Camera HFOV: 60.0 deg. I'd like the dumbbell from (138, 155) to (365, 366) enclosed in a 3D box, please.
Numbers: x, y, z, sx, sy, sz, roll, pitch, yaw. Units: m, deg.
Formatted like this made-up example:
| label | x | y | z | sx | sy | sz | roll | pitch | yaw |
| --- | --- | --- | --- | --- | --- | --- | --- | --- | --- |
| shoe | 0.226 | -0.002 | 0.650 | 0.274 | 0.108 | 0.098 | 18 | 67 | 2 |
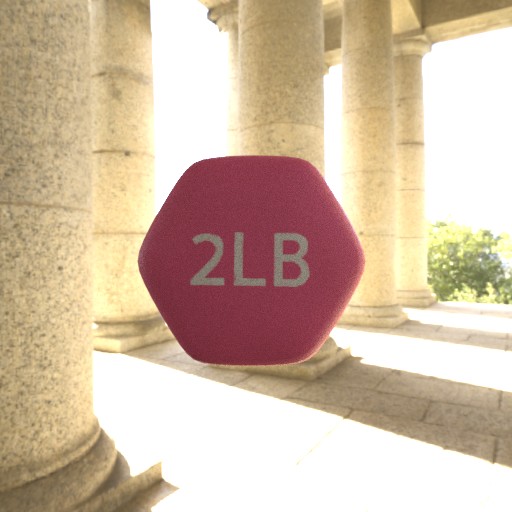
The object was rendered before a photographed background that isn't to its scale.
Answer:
| label | x | y | z | sx | sy | sz | roll | pitch | yaw |
| --- | --- | --- | --- | --- | --- | --- | --- | --- | --- |
| dumbbell | 0.000 | 0.000 | 0.174 | 0.058 | 0.053 | 0.146 | 0 | 1 | 2 |
